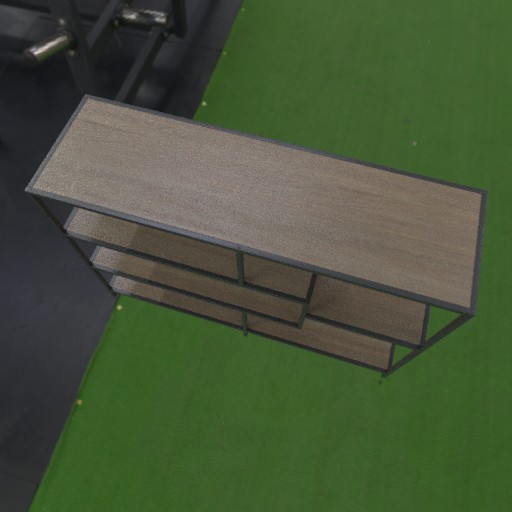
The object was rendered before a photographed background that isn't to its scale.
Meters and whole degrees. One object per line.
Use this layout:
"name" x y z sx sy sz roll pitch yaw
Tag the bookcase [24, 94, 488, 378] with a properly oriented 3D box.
"bookcase" 0.000 0.000 1.491 1.140 0.780 0.350 15 65 7
